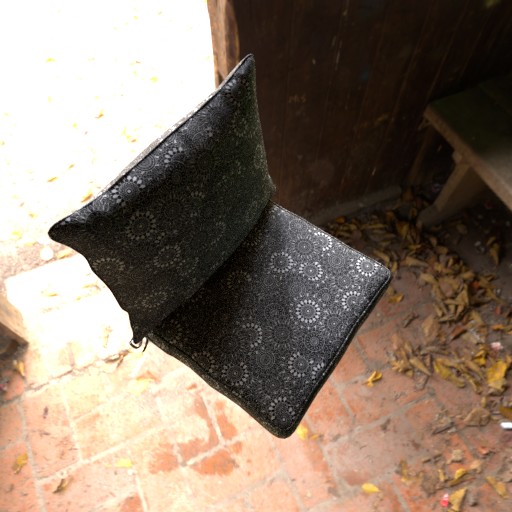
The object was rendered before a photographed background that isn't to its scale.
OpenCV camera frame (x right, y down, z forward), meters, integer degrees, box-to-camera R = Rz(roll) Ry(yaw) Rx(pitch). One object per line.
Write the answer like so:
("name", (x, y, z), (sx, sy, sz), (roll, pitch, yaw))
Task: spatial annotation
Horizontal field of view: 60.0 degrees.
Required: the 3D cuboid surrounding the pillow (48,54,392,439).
("pillow", (0.000, 0.000, 1.349), (0.740, 0.722, 0.798), (32, 65, 17))
